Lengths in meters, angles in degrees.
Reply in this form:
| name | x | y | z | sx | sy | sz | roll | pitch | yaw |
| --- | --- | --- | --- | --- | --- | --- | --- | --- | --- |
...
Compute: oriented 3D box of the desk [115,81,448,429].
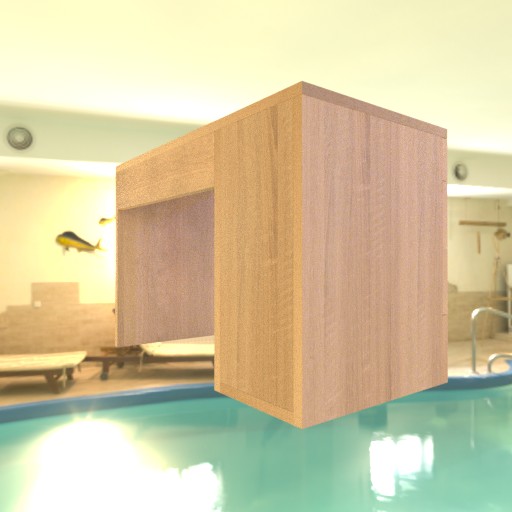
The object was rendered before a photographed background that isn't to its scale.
| name | x | y | z | sx | sy | sz | roll | pitch | yaw |
| --- | --- | --- | --- | --- | --- | --- | --- | --- | --- |
| desk | 0.000 | 0.000 | 1.548 | 0.600 | 0.731 | 1.100 | 0 | 0 | -37 |
